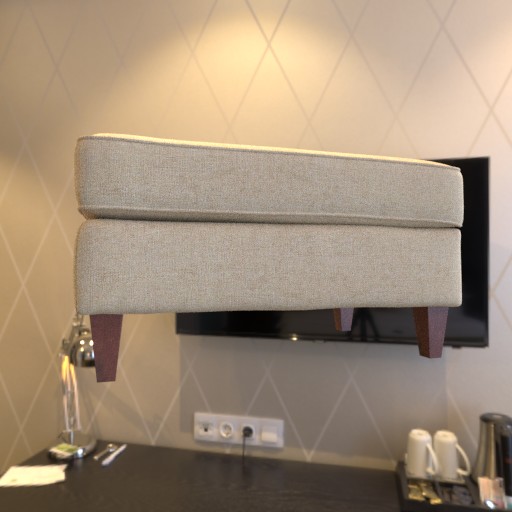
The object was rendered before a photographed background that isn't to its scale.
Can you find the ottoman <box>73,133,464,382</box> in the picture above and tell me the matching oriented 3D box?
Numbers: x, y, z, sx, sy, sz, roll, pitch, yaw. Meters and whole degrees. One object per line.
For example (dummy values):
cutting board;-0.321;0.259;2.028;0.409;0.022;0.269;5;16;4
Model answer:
ottoman;0.000;0.000;1.167;0.862;0.484;0.583;0;-1;-17
